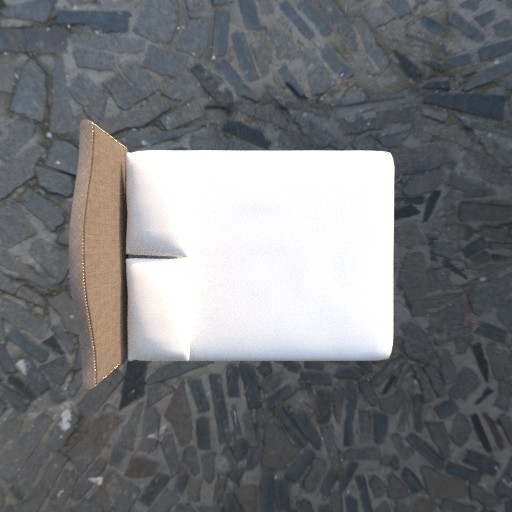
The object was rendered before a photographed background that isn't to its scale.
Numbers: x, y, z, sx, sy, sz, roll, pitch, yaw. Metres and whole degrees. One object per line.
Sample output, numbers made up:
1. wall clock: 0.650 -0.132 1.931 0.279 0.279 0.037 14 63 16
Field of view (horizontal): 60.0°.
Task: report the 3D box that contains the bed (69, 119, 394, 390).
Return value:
1. bed: 0.000 0.000 3.253 2.153 1.518 1.713 0 92 0
